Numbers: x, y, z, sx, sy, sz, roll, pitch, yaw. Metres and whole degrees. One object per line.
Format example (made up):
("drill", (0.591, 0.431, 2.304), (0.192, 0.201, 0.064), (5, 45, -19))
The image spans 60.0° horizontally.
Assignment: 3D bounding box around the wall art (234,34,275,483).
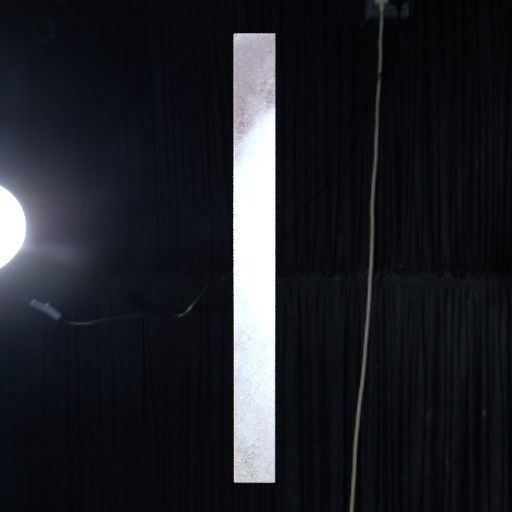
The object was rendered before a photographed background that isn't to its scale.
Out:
("wall art", (0.000, 0.000, 0.451), (0.028, 0.303, 0.303), (0, 1, 0))
